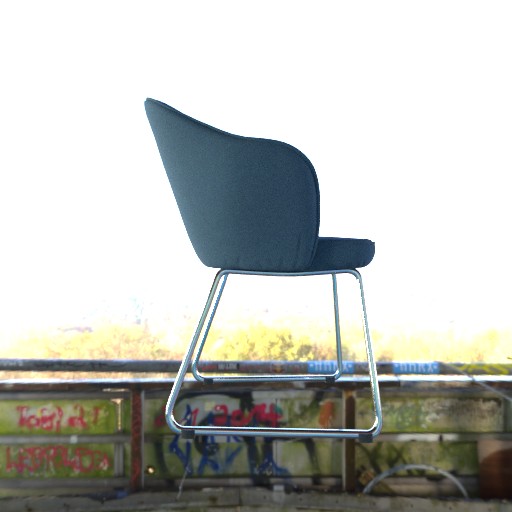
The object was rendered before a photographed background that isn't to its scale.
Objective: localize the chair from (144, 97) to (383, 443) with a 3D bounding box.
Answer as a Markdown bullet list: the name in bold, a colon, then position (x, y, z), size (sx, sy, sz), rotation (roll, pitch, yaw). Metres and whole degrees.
- **chair**: position (0.000, 0.000, 1.209), size (0.585, 0.815, 0.570), rotation (0, 0, 0)
